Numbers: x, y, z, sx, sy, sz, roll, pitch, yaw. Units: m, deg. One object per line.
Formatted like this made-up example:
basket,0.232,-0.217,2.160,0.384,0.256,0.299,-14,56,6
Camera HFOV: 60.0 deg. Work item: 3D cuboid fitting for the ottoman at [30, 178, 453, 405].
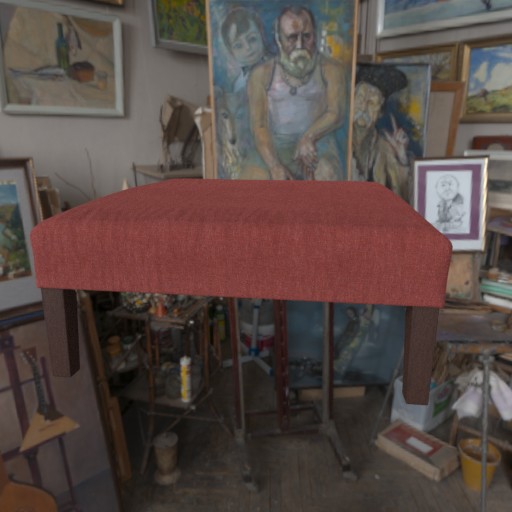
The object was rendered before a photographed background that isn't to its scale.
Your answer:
ottoman,0.000,0.000,1.372,0.889,0.411,0.890,2,16,8
